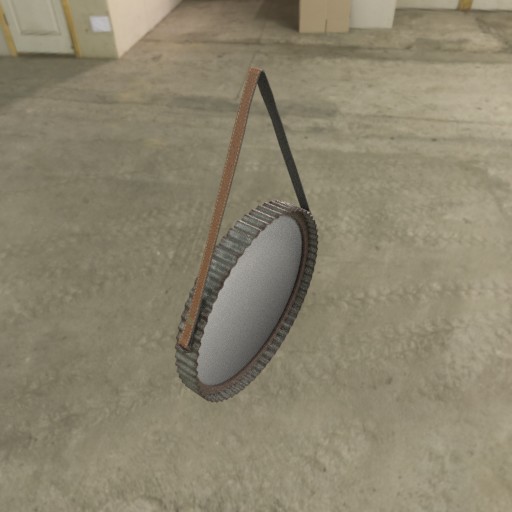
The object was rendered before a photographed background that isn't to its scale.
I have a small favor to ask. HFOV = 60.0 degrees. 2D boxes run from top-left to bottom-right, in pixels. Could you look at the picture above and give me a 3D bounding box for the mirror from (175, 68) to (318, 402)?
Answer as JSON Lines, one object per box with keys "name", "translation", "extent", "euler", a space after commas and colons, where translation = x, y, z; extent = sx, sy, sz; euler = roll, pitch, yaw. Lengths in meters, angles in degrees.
{"name": "mirror", "translation": [0.000, 0.000, 0.691], "extent": [0.042, 0.568, 0.355], "euler": [25, 47, 26]}
